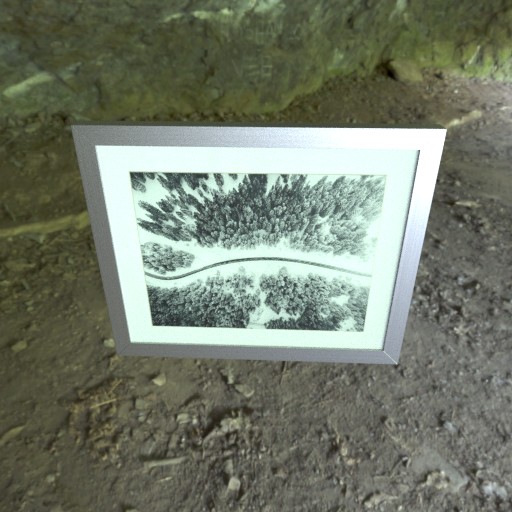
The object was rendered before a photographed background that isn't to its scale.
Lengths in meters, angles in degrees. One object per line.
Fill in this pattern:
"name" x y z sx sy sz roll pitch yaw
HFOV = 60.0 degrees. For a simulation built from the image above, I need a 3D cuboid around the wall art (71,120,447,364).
"wall art" 0.000 0.000 0.782 0.557 0.456 0.032 1 29 2
